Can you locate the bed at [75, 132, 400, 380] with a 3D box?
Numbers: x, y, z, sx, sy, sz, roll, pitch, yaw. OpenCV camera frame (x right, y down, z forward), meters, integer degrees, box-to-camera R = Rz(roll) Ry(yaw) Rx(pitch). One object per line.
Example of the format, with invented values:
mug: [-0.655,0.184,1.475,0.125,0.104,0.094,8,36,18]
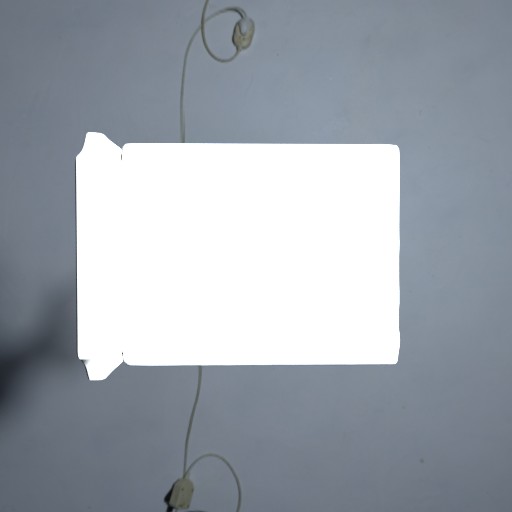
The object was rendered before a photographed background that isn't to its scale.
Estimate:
bed: [0.000,0.000,3.674,2.498,1.293,1.977,0,91,-1]
